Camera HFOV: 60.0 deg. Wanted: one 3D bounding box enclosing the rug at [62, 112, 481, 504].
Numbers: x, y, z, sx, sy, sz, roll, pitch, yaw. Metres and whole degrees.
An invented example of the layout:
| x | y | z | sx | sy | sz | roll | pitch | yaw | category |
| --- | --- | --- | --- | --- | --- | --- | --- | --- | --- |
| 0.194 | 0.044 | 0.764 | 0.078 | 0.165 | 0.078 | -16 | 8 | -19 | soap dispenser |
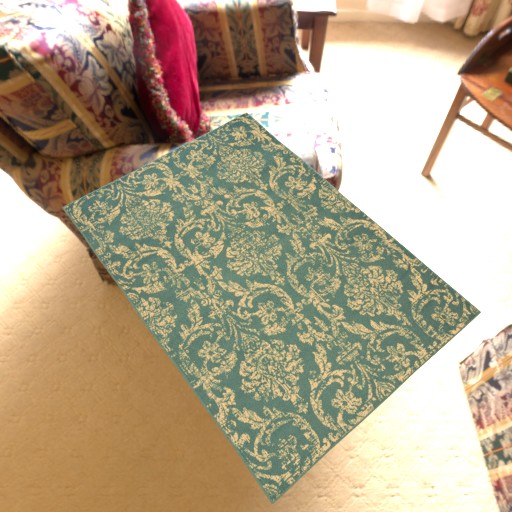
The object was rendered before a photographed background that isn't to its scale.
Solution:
| x | y | z | sx | sy | sz | roll | pitch | yaw | category |
| --- | --- | --- | --- | --- | --- | --- | --- | --- | --- |
| 0.000 | 0.000 | 2.746 | 1.554 | 0.012 | 2.205 | -34 | 63 | -20 | rug |
